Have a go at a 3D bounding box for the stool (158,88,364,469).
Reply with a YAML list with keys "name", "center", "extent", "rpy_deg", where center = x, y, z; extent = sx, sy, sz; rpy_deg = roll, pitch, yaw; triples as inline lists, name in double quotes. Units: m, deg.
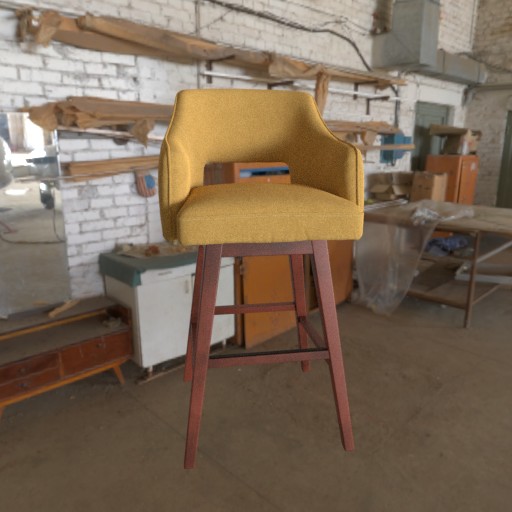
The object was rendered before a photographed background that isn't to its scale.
- name: "stool"
  center: [0.000, 0.000, 1.345]
  extent: [0.548, 1.012, 0.558]
  rpy_deg: [-2, 14, -9]
